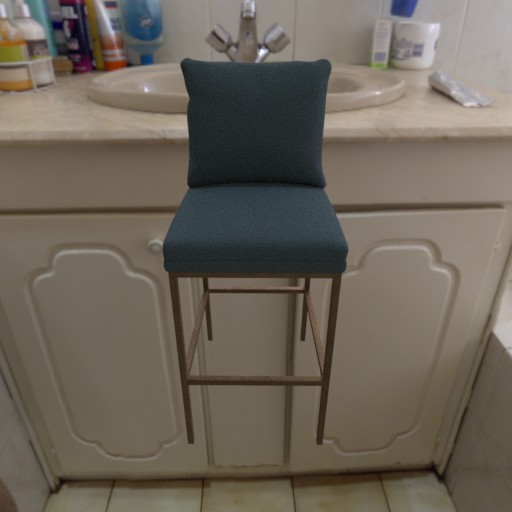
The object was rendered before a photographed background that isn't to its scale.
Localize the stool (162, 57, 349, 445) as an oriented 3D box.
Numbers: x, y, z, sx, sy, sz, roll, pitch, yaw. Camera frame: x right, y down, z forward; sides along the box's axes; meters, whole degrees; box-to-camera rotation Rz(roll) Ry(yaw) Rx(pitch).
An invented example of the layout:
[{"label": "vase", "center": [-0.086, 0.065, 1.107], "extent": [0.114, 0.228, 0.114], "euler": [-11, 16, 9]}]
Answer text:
[{"label": "stool", "center": [0.000, 0.000, 1.415], "extent": [0.463, 1.124, 0.568], "euler": [0, 30, 0]}]
